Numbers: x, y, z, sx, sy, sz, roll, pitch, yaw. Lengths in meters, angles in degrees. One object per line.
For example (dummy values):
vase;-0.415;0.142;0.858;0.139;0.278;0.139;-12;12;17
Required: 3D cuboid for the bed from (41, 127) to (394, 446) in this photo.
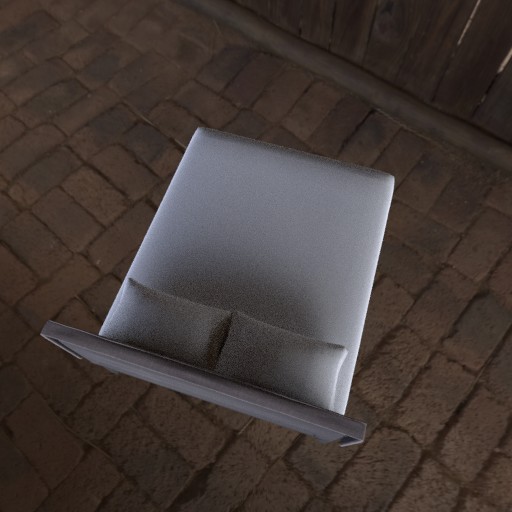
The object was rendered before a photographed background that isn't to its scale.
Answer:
bed;0.000;0.000;2.871;1.610;1.089;1.894;16;66;7
